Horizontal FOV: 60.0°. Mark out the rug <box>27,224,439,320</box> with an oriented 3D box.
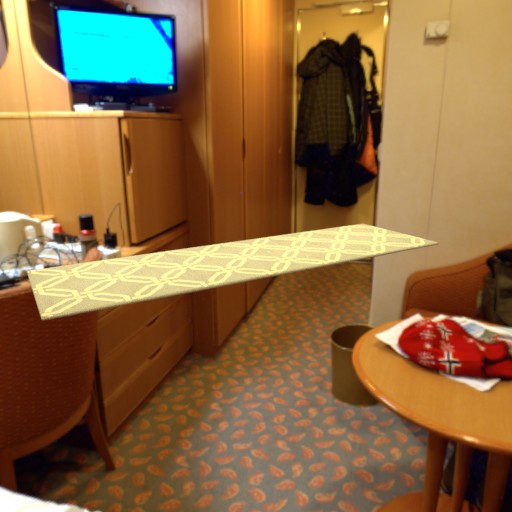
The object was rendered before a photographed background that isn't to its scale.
[{"bbox_3d":[0.000,0.000,2.505,2.276,0.014,0.678,-9,18,-29],"label":"rug"}]
